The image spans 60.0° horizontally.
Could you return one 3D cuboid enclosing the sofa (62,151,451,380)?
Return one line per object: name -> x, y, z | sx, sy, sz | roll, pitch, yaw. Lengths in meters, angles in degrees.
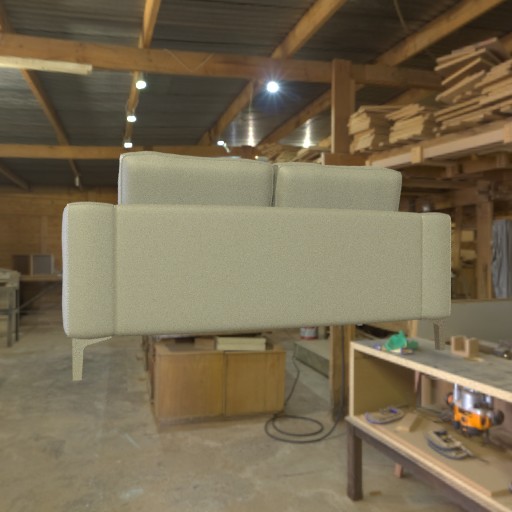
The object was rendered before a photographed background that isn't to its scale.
sofa -> 0.000, 0.000, 2.222 | 1.726, 0.893, 0.833 | 0, 1, -18
